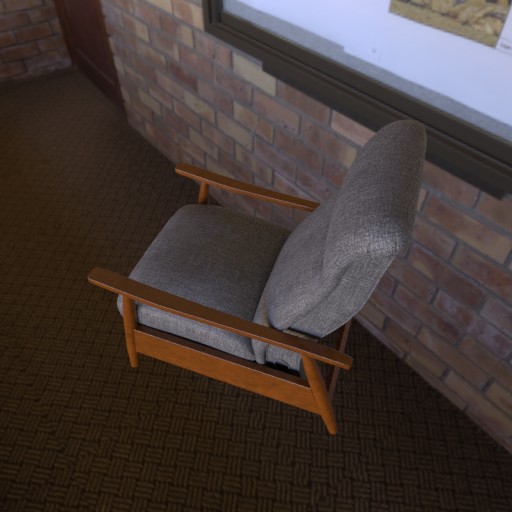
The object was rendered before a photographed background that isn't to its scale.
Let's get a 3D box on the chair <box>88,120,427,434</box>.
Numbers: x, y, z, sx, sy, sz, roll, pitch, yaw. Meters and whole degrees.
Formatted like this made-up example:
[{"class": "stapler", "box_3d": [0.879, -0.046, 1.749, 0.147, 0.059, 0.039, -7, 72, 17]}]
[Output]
[{"class": "chair", "box_3d": [0.000, 0.000, 1.780, 1.030, 1.082, 0.762, 14, 48, 13]}]
